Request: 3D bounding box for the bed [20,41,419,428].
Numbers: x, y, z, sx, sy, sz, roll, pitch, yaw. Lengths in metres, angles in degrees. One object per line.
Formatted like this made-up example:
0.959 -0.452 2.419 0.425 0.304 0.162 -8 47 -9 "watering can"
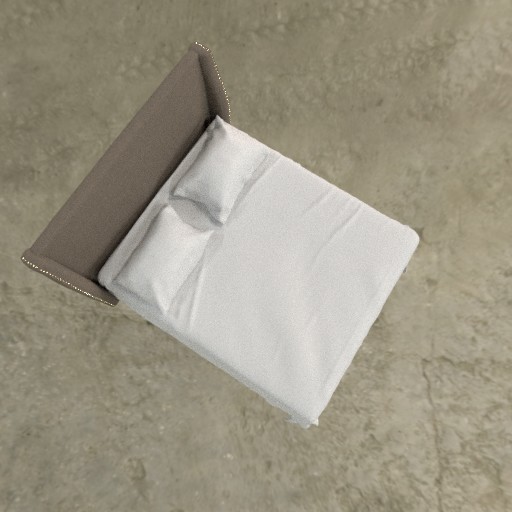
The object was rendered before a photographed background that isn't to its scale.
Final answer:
0.000 0.000 3.396 2.276 1.332 1.925 32 78 8 "bed"
